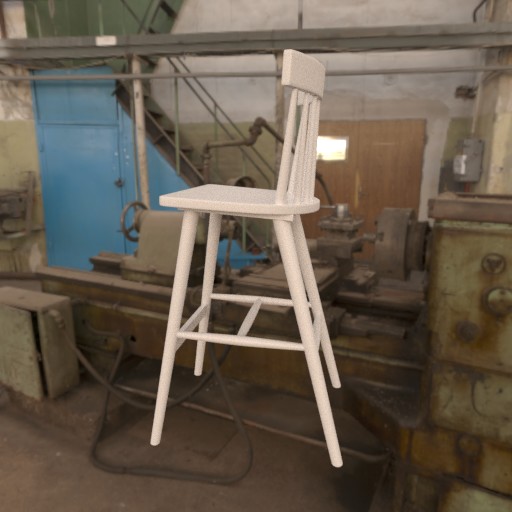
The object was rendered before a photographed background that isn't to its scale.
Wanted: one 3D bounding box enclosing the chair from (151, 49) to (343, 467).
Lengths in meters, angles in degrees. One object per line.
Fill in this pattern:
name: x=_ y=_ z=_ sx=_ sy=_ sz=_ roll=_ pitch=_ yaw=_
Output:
chair: x=0.000 y=0.000 z=1.385 sx=0.572 sy=1.092 sz=0.483 roll=2 pitch=13 yaw=10
